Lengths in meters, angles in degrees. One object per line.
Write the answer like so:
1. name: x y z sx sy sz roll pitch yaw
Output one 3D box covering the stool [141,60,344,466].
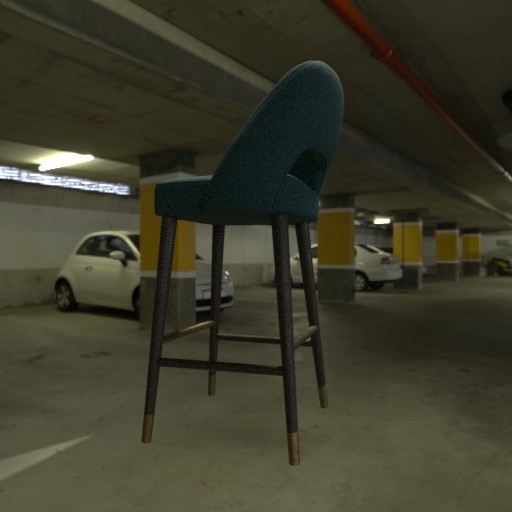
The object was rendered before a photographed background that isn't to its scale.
1. stool: 0.000 0.000 1.359 0.522 1.032 0.536 0 0 18
